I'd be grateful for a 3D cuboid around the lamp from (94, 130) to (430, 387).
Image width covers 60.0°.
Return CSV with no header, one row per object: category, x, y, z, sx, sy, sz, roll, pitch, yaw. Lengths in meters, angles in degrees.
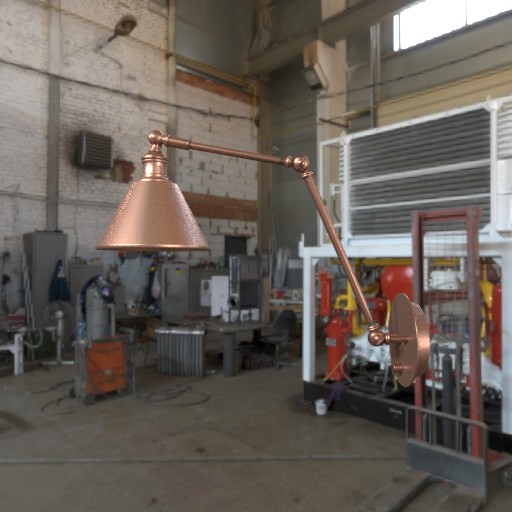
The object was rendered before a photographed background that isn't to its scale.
lamp,0.000,0.000,0.871,0.624,0.502,0.223,0,-1,2
